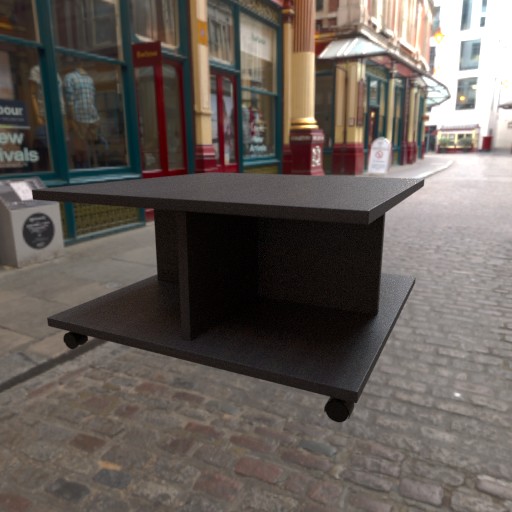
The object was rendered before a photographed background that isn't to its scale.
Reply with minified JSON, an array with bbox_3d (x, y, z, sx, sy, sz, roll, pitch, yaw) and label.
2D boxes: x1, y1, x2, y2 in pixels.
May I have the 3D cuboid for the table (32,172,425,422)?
[{"bbox_3d":[0.000,0.000,1.222,0.762,0.396,0.762,7,15,25],"label":"table"}]
